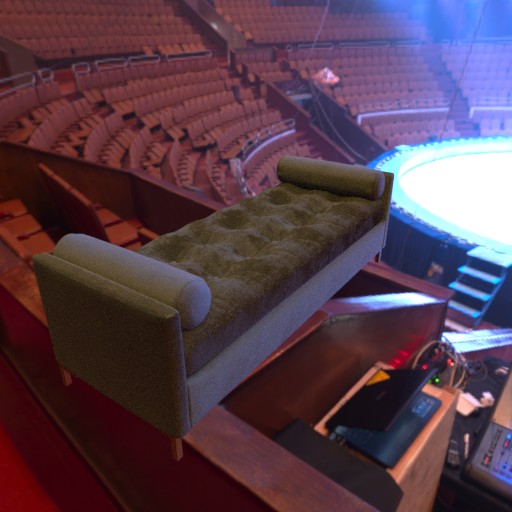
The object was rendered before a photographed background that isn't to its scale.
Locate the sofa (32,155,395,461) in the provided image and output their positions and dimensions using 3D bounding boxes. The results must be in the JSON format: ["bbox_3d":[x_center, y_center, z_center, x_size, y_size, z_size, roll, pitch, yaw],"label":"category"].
[{"bbox_3d":[0.000,0.000,2.472,0.796,0.705,2.102,17,31,31],"label":"sofa"}]
